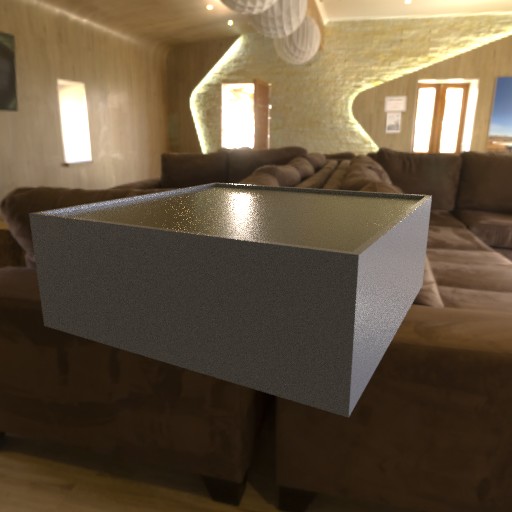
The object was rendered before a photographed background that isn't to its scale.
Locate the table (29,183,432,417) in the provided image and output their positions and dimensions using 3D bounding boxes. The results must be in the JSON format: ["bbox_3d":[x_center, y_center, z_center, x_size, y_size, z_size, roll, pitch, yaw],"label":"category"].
[{"bbox_3d":[0.000,0.000,1.254,0.801,0.299,0.801,8,17,27],"label":"table"}]
